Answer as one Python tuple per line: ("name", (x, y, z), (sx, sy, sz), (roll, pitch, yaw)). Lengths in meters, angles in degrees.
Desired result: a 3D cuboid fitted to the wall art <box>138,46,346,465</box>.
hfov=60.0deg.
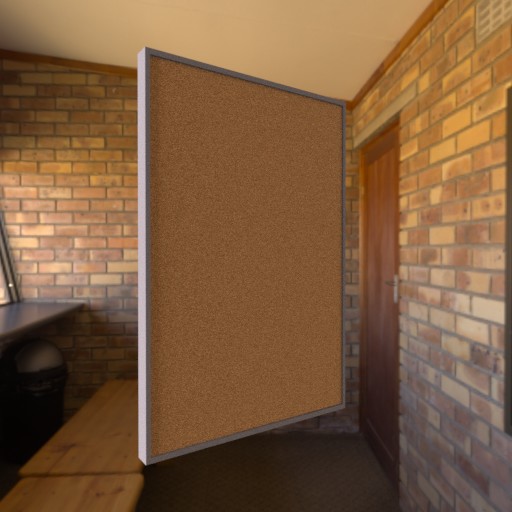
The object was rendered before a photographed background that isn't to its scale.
("wall art", (0.000, 0.000, 0.958), (0.511, 0.753, 0.039), (0, 1, -35))
